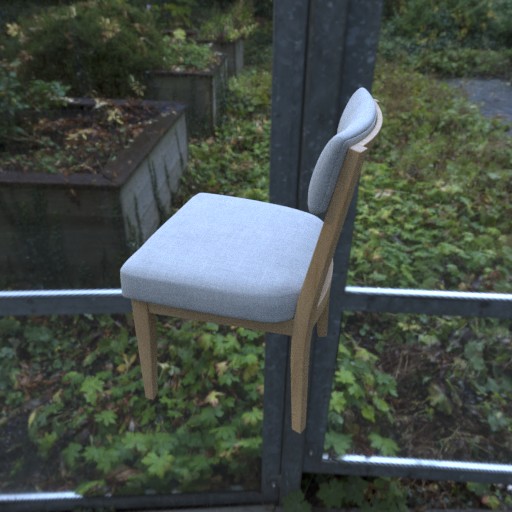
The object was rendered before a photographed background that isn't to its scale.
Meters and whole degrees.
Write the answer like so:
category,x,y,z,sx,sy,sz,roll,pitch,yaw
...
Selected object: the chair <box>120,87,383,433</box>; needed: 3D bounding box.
category,x,y,z,sx,sy,sz,roll,pitch,yaw
chair,0.000,0.000,1.229,0.572,0.832,0.508,9,32,14
